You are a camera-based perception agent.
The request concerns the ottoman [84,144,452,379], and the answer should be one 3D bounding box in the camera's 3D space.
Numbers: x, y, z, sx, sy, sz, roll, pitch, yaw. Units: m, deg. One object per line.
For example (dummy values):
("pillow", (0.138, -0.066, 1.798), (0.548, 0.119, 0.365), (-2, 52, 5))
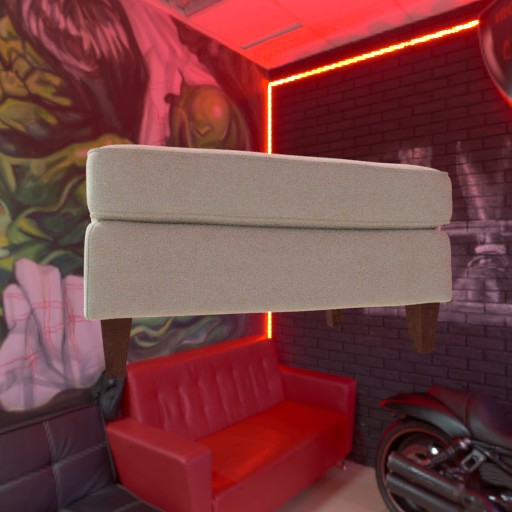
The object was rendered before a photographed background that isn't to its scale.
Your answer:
("ottoman", (0.000, 0.000, 1.215), (0.862, 0.484, 0.583), (0, 0, -19))
